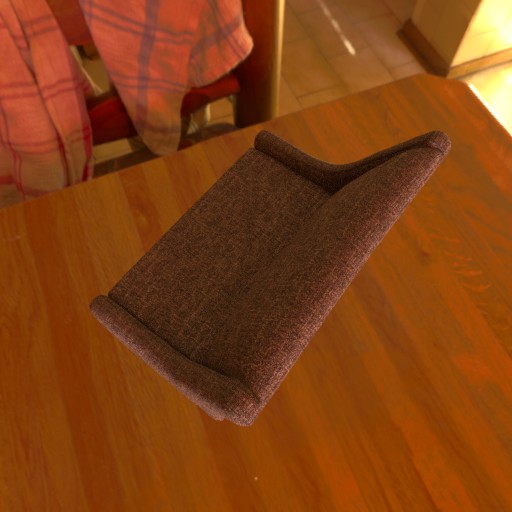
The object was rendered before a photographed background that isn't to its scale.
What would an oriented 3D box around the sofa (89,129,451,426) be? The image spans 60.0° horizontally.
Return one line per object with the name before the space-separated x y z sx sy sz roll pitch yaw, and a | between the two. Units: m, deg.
sofa | 0.000 0.000 1.921 0.870 1.021 1.242 34 68 16
